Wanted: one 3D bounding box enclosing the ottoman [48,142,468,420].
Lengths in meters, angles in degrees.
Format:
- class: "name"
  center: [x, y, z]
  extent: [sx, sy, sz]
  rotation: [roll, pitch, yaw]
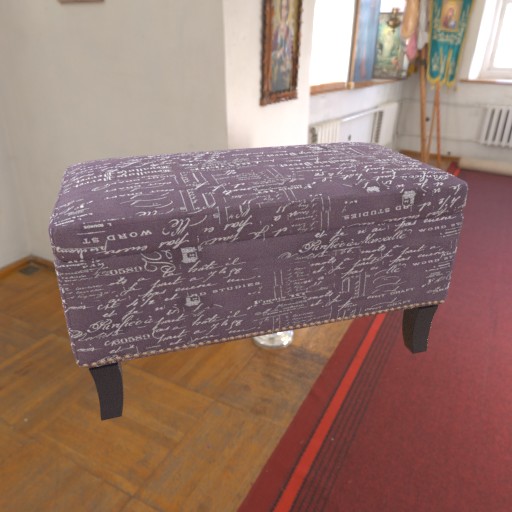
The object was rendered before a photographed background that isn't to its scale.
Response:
- class: "ottoman"
  center: [0.000, 0.000, 1.048]
  extent: [0.813, 0.457, 0.406]
  rotation: [-8, 27, -15]
